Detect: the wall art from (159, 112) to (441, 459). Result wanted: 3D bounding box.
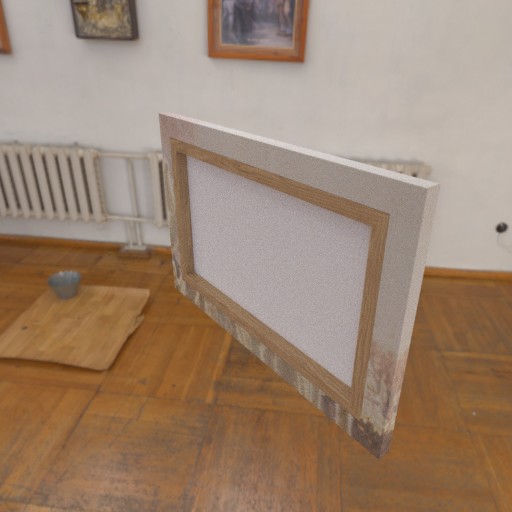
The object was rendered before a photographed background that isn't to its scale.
[{"bbox_3d":[0.000,0.000,1.154,0.040,0.608,0.916,-19,32,-33],"label":"wall art"}]
